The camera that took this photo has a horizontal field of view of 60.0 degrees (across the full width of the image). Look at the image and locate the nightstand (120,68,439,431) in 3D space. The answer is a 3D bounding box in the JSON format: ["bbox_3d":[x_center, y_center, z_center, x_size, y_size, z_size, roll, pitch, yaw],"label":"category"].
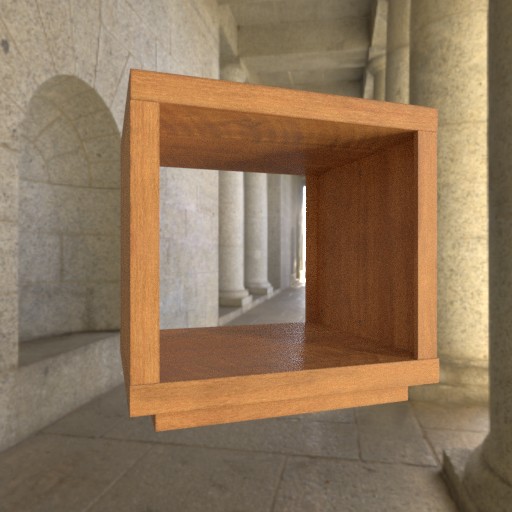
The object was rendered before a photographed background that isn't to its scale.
[{"bbox_3d":[0.000,0.000,0.859,0.493,0.491,0.436,0,0,-19],"label":"nightstand"}]
